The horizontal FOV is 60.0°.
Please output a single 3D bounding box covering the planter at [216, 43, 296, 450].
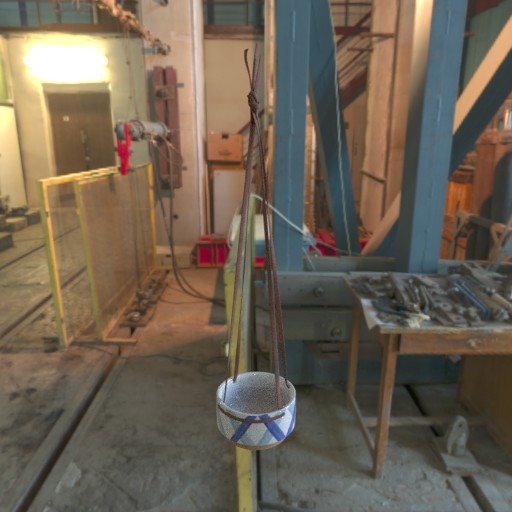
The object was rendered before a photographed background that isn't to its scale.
[{"bbox_3d":[0.000,0.000,0.831,0.166,0.751,0.166,14,21,42],"label":"planter"}]
